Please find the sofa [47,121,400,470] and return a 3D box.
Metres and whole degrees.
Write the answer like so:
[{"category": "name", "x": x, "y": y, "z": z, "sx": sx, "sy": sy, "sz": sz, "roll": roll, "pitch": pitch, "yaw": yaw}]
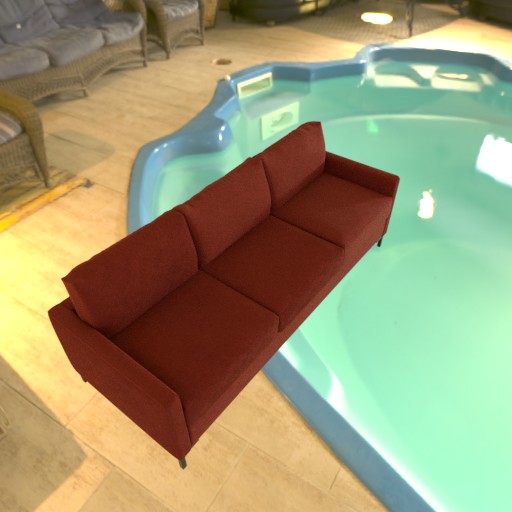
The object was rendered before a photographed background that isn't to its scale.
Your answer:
[{"category": "sofa", "x": 0.000, "y": 0.000, "z": 2.728, "sx": 0.875, "sy": 0.879, "sz": 2.252, "roll": 27, "pitch": 48, "yaw": 27}]
